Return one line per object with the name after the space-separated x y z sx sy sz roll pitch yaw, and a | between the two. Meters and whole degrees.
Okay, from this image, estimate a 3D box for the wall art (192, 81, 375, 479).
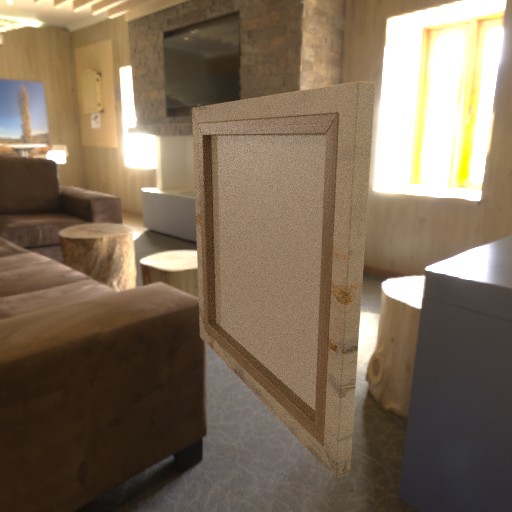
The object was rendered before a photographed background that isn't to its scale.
0.000 0.000 1.128 0.038 0.755 0.753 -8 17 -27 | wall art
